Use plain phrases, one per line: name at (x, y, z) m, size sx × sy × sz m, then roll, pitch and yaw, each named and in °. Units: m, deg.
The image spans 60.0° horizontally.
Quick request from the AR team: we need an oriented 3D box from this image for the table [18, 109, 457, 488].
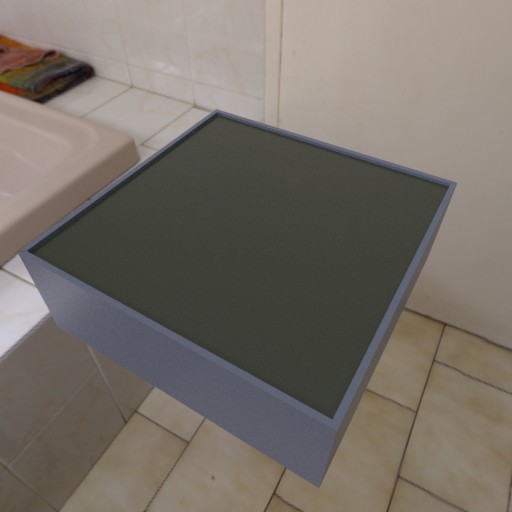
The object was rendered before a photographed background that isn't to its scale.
table at (0.000, 0.000, 1.223) m, size 0.801 × 0.299 × 0.801 m, roll 24°, pitch 50°, yaw 21°
